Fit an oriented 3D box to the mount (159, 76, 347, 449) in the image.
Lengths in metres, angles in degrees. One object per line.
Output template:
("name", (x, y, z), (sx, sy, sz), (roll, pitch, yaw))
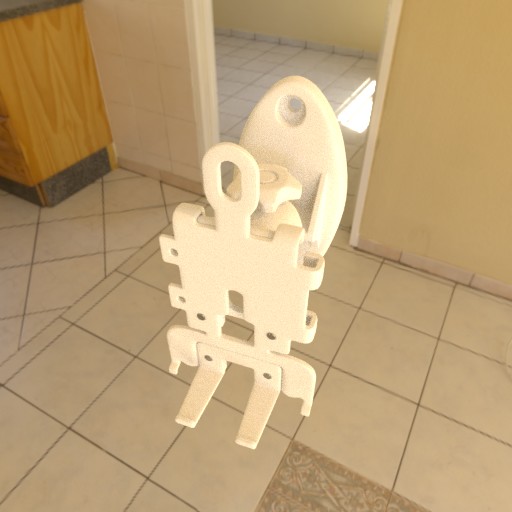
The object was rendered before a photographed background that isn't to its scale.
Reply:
("mount", (0.000, 0.000, 0.176), (0.066, 0.118, 0.100), (13, 43, 15))
